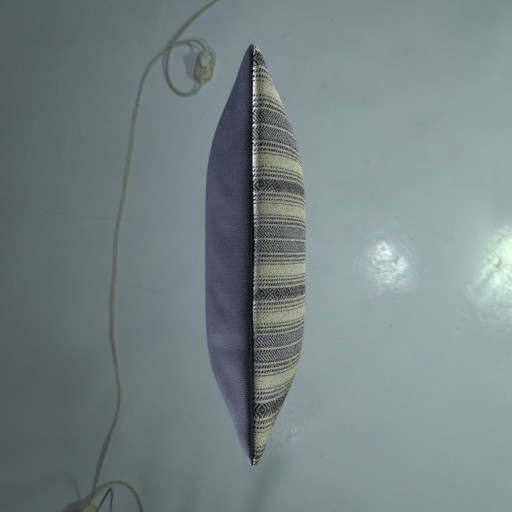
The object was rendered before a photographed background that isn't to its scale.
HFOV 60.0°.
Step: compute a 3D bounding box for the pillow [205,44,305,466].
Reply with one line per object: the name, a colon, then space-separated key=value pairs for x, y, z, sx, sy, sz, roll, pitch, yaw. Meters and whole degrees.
pillow: x=0.000 y=0.000 z=0.792 sx=0.166 sy=0.508 sz=0.520 roll=0 pitch=90 yaw=0
